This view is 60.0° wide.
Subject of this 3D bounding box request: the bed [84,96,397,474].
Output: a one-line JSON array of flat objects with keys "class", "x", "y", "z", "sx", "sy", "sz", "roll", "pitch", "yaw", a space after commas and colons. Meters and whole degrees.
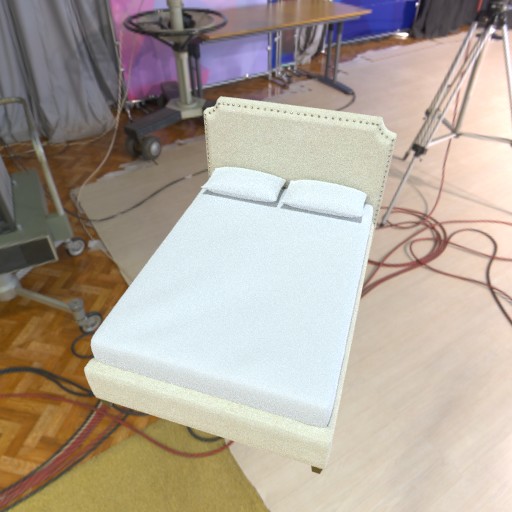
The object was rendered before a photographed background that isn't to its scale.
[{"class": "bed", "x": 0.000, "y": 0.000, "z": 3.448, "sx": 1.713, "sy": 1.457, "sz": 2.381, "roll": 12, "pitch": 43, "yaw": 13}]
